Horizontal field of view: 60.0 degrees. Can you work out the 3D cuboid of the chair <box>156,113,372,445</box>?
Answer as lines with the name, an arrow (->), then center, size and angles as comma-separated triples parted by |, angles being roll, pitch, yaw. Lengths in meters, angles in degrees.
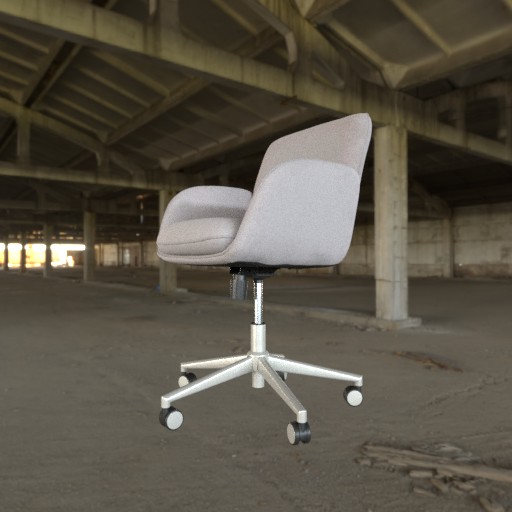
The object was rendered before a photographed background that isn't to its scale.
chair -> 0.000, 0.000, 1.416 | 0.654, 0.959, 0.648 | 0, 0, -38
